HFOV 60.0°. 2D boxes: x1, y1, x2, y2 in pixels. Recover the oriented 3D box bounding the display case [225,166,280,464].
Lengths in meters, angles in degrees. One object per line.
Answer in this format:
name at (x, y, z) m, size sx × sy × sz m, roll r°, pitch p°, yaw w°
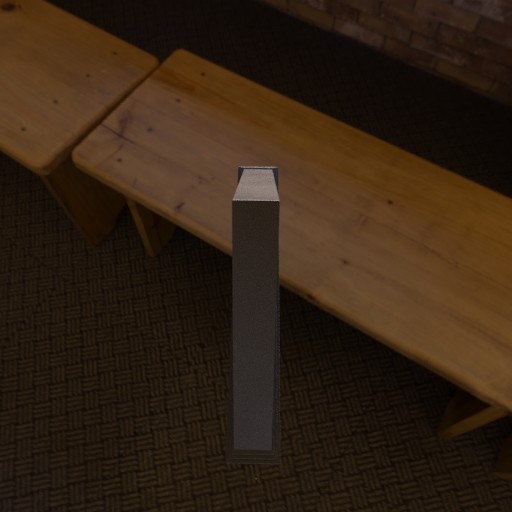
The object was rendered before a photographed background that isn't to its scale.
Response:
display case at (0.000, 0.000, 0.763) m, size 0.095 × 0.340 × 0.640 m, roll 1°, pitch 63°, yaw 0°
